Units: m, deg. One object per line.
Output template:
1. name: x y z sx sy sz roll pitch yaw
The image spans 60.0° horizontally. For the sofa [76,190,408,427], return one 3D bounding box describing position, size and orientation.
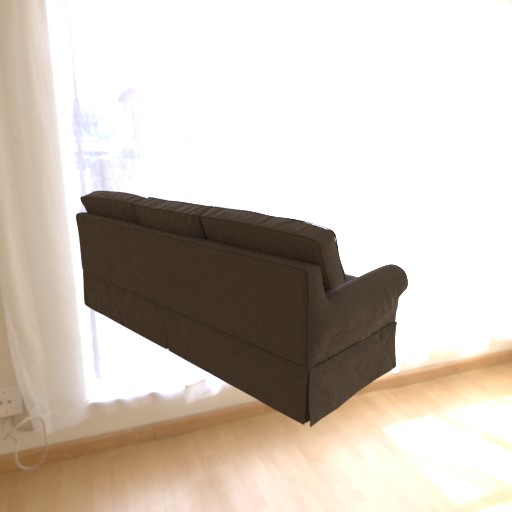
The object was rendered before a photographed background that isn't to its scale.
1. sofa: 0.000 0.000 3.407 2.475 0.978 1.733 13 19 43
